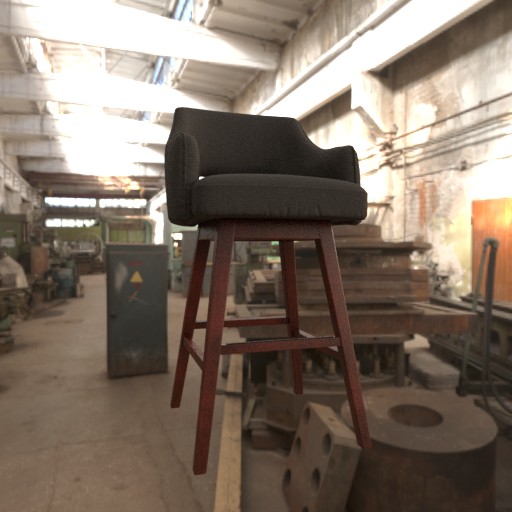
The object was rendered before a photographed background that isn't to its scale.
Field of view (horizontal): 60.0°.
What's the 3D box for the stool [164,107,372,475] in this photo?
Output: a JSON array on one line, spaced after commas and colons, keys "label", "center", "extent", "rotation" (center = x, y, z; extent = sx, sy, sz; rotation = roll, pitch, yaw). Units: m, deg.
[{"label": "stool", "center": [0.000, 0.000, 1.354], "extent": [0.548, 1.012, 0.558], "rotation": [0, 1, -18]}]
